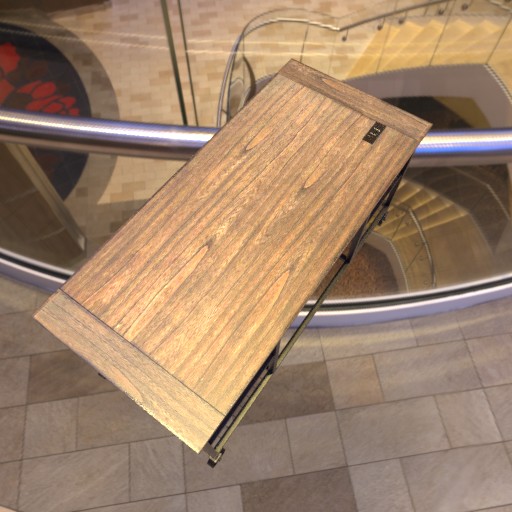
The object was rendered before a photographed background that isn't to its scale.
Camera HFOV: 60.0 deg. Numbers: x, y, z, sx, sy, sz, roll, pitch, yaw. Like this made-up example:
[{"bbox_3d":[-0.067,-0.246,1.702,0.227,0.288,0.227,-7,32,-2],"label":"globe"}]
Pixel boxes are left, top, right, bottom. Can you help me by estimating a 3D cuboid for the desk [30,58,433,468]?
[{"bbox_3d":[0.000,0.000,1.986,0.711,0.751,1.590,32,66,16],"label":"desk"}]
